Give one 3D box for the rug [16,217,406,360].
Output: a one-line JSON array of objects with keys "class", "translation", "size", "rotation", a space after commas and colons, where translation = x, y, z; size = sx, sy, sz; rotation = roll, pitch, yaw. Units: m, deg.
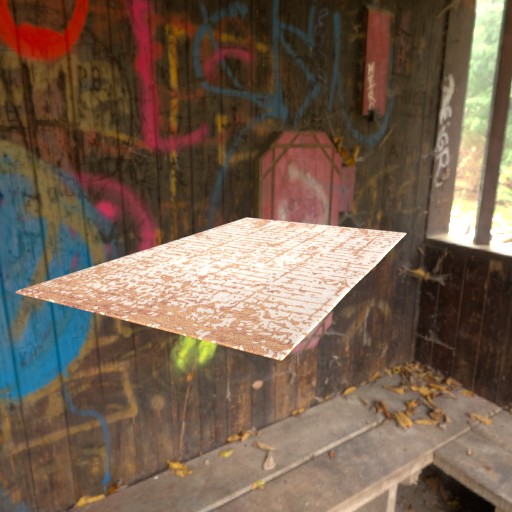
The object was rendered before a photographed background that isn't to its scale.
[{"class": "rug", "translation": [0.000, 0.000, 2.975], "size": [1.517, 0.011, 2.435], "rotation": [8, 17, 27]}]
